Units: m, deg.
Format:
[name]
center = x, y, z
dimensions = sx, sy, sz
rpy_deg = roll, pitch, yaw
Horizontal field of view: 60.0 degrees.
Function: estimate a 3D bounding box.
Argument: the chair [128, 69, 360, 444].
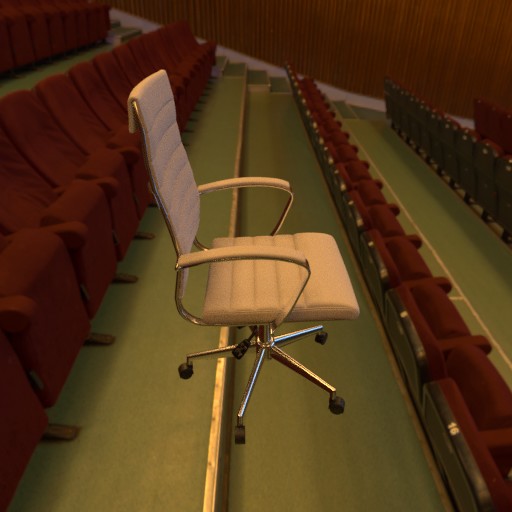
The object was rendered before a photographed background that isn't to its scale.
[chair]
center = 0.000, 0.000, 1.543
dimensions = 0.667, 1.149, 0.679
rpy_deg = 0, 31, -1
